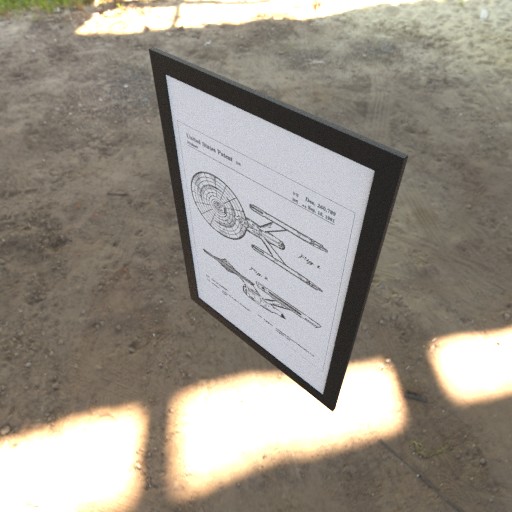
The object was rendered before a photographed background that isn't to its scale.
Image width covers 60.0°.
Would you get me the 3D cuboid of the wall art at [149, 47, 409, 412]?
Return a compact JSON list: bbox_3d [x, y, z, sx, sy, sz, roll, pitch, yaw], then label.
[{"bbox_3d":[0.000,0.000,0.690,0.379,0.530,0.008,34,55,28],"label":"wall art"}]
